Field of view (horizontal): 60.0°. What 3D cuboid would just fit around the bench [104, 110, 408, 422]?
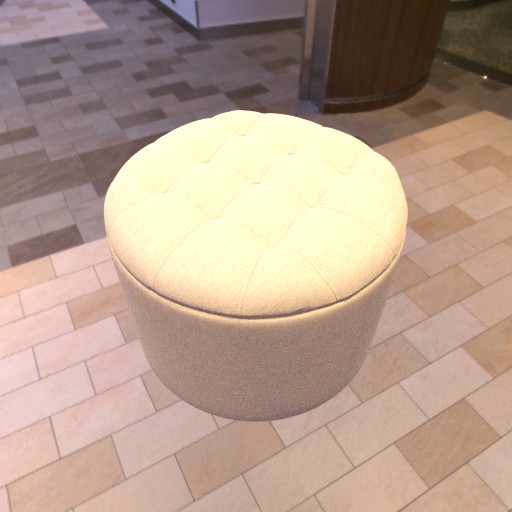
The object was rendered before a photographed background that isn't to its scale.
[{"bbox_3d":[0.000,0.000,1.012,0.600,0.454,0.600,0,45,0],"label":"bench"}]
